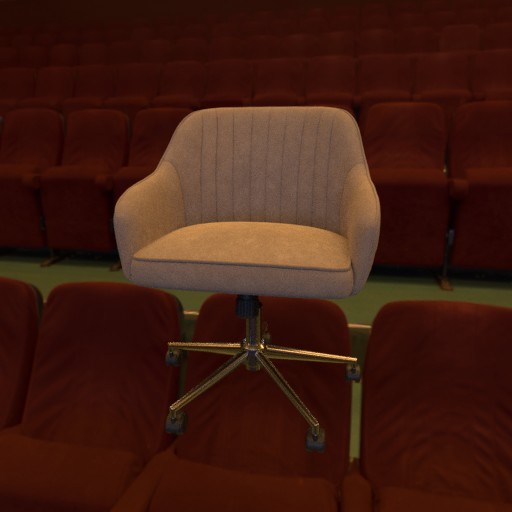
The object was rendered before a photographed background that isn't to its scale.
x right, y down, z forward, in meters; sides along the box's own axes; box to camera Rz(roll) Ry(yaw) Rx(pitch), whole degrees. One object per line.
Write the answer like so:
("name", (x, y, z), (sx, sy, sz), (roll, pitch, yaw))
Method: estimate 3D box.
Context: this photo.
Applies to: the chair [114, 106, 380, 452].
("chair", (0.000, 0.000, 1.257), (0.635, 0.831, 0.573), (3, 16, 10))
